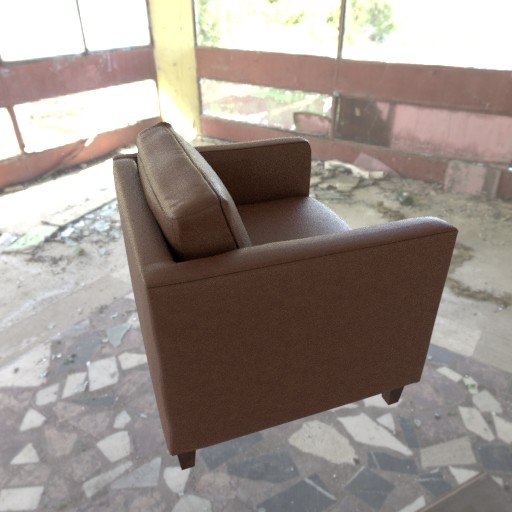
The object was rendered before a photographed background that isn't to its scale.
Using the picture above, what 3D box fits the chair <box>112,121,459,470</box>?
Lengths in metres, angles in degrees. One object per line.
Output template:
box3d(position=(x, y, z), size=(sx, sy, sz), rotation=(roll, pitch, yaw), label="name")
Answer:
box3d(position=(0.000, 0.000, 1.753), size=(0.959, 0.917, 1.107), rotation=(-10, 32, -17), label="chair")
